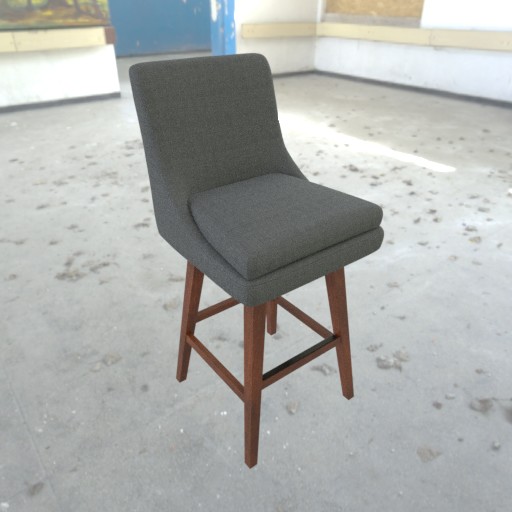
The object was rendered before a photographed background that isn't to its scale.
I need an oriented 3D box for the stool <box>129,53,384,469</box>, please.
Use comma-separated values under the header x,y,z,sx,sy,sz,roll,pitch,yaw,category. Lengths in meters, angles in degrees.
x,y,z,sx,sy,sz,roll,pitch,yaw,category
0.000,0.000,1.233,0.447,0.977,0.524,-21,37,-32,stool
